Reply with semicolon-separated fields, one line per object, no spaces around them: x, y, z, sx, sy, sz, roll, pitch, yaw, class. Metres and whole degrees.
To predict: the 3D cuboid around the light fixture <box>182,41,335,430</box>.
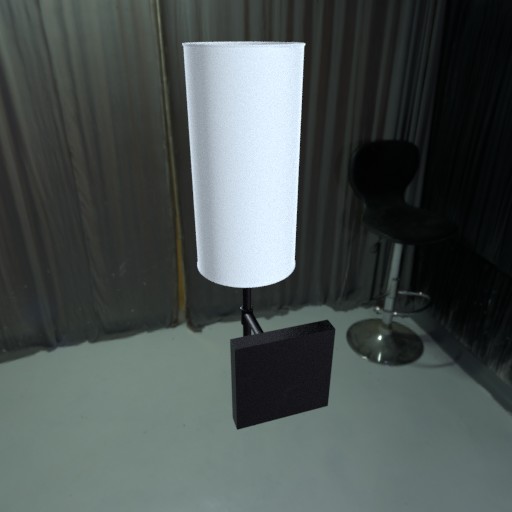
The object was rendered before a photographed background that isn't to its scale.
0.000;0.000;0.535;0.128;0.462;0.208;-9;28;-16;light fixture
